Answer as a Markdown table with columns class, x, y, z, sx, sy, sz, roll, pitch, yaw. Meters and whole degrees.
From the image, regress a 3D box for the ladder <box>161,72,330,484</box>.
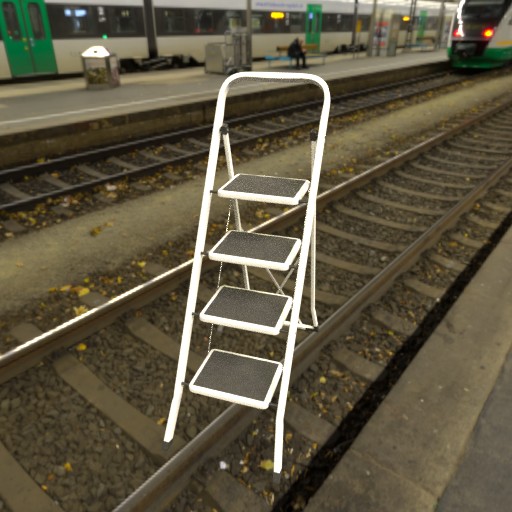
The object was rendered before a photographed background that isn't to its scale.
| class | x | y | z | sx | sy | sz | roll | pitch | yaw |
| --- | --- | --- | --- | --- | --- | --- | --- | --- | --- |
| ladder | 0.000 | 0.000 | 1.699 | 0.460 | 1.265 | 0.914 | 8 | 29 | 16 |
